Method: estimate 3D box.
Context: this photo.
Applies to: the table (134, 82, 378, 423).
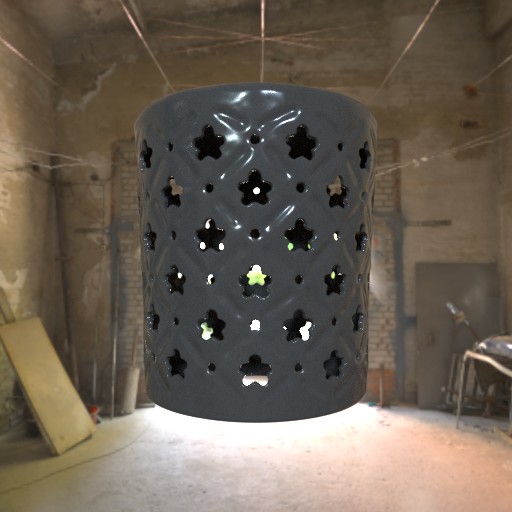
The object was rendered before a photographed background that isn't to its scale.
[{"bbox_3d":[0.000,0.000,0.658,0.352,0.387,0.352,0,-1,0],"label":"table"}]
